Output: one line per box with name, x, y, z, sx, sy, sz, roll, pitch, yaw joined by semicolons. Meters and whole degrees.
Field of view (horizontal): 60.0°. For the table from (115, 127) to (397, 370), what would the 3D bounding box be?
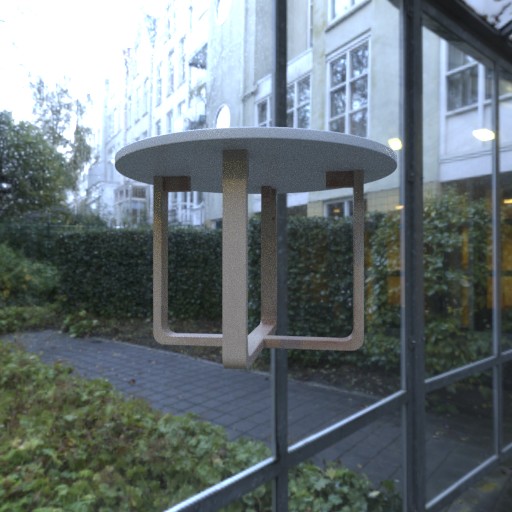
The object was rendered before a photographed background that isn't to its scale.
table;0.000;0.000;0.987;0.600;0.400;0.600;0;0;0
